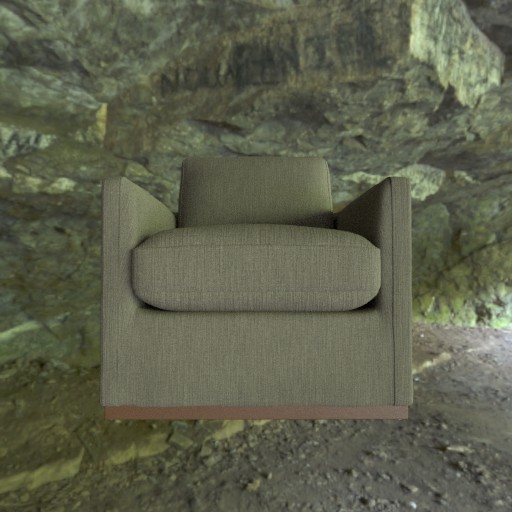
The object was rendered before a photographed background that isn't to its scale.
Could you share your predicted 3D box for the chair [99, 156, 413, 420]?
[{"bbox_3d":[0.000,0.000,1.458,0.763,0.811,0.834,0,-1,0],"label":"chair"}]
